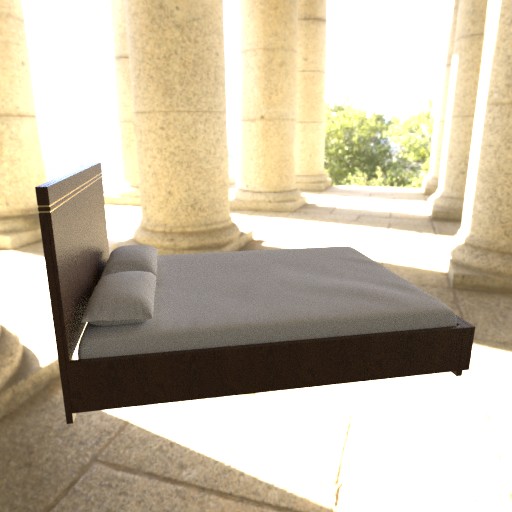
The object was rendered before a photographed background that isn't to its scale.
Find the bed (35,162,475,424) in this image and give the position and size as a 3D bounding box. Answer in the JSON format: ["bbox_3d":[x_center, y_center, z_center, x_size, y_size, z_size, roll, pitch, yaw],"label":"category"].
[{"bbox_3d":[0.000,0.000,3.001,2.221,1.169,1.613,-3,16,-11],"label":"bed"}]
